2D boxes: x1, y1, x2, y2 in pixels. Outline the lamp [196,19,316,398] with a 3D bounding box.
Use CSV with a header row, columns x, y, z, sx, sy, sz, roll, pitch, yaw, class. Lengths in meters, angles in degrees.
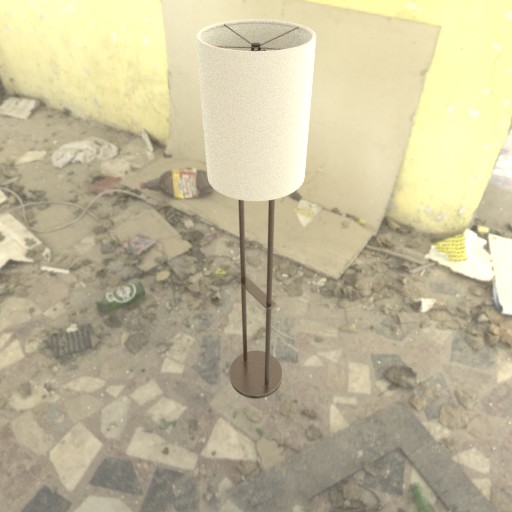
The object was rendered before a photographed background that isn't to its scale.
x,y,z,sx,sy,sz,roll,pitch,yaw,class
0.000,0.000,1.623,0.305,1.500,0.306,-26,47,-27,lamp
